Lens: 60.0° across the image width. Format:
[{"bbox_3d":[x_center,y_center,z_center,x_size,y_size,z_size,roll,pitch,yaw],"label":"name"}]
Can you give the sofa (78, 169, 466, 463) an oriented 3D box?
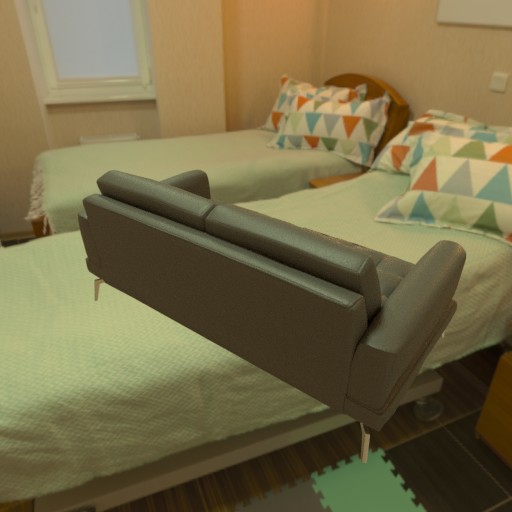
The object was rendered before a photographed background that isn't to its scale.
[{"bbox_3d":[0.000,0.000,2.694,2.177,0.930,1.121,21,36,32],"label":"sofa"}]
